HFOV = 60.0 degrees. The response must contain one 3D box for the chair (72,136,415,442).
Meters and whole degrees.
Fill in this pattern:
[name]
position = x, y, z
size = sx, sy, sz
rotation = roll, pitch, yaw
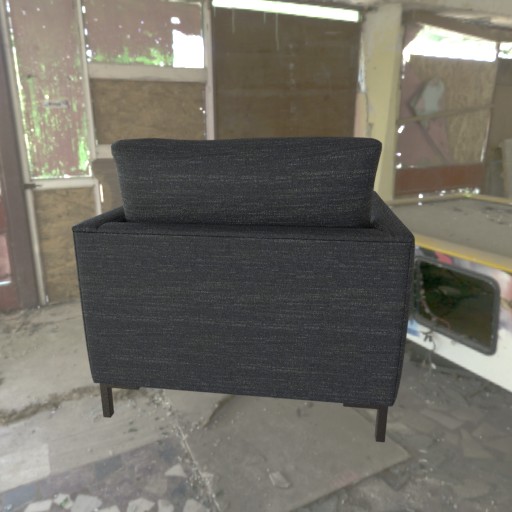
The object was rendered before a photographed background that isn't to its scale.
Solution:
[chair]
position = 0.000, 0.000, 1.634
size = 0.963, 0.861, 0.866
rotation = 2, 16, 7
